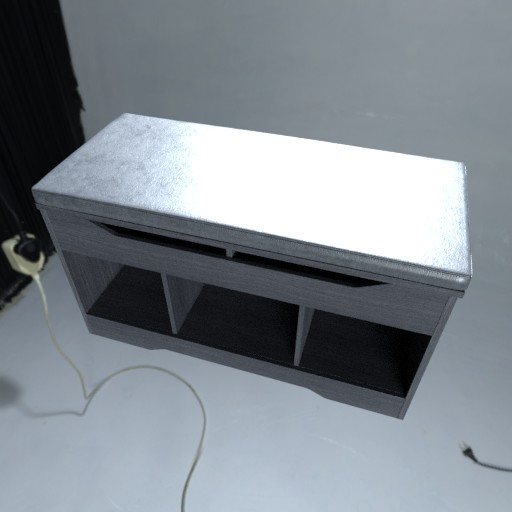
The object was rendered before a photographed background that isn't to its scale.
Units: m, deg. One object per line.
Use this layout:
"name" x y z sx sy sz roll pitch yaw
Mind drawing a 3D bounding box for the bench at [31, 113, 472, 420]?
"bench" 0.000 0.000 1.161 0.905 0.501 0.401 12 43 13
